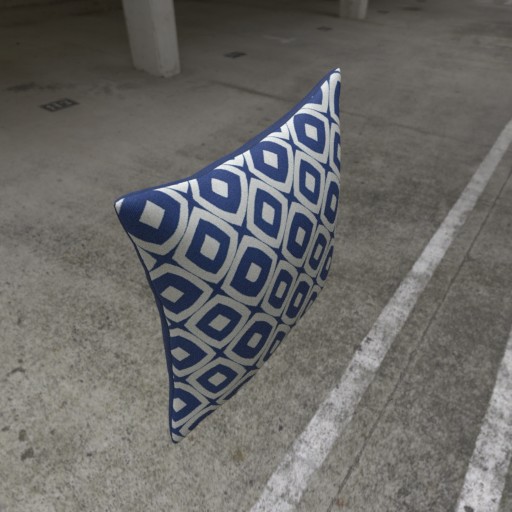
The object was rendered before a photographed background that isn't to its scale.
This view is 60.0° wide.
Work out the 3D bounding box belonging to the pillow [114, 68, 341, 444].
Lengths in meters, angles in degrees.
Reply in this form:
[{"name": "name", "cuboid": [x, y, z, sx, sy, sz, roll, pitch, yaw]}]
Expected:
[{"name": "pillow", "cuboid": [0.000, 0.000, 0.760, 0.188, 0.494, 0.504, 24, 46, 25]}]
